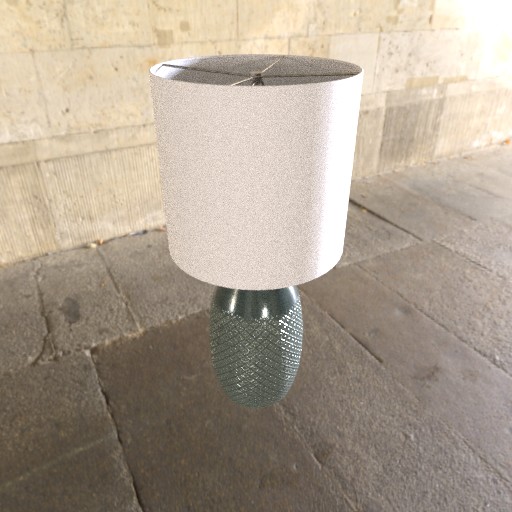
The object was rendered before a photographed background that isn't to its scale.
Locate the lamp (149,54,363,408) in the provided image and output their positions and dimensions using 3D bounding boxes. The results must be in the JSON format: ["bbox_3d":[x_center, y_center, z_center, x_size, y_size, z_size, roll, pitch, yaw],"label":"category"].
[{"bbox_3d":[0.000,0.000,0.572,0.217,0.453,0.217,9,32,14],"label":"lamp"}]
